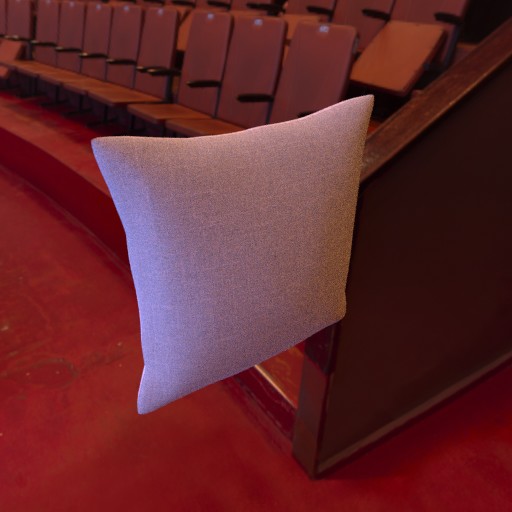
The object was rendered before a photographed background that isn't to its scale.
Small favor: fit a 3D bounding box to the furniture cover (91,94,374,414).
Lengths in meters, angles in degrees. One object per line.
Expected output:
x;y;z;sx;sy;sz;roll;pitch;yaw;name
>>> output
0.000;0.000;0.800;0.512;0.506;0.178;-19;36;-29;furniture cover
